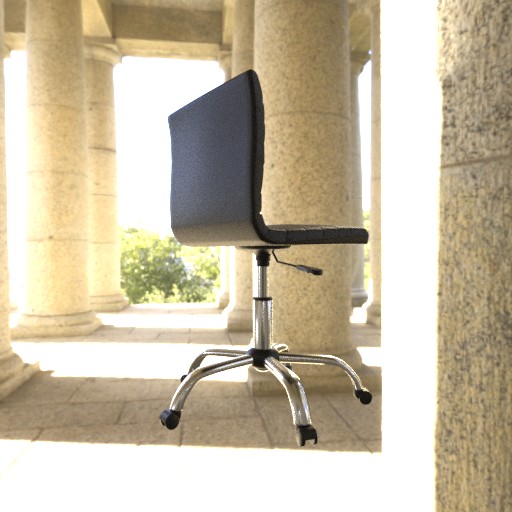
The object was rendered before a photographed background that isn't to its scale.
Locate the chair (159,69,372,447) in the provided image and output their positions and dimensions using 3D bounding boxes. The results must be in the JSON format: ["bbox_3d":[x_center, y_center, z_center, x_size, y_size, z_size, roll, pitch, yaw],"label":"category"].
[{"bbox_3d":[0.000,0.000,1.155,0.530,0.780,0.556,0,1,-37],"label":"chair"}]
